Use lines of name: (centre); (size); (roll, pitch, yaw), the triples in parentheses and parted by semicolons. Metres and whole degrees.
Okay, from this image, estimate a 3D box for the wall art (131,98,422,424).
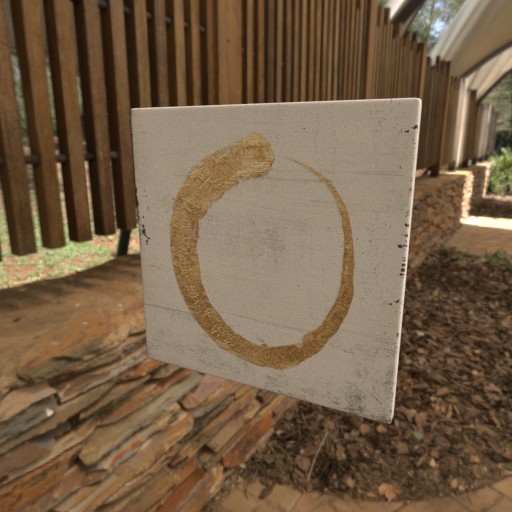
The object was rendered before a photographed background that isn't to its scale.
wall art: (0.000, 0.000, 1.174); (0.762, 0.762, 0.038); (7, 17, 26)
